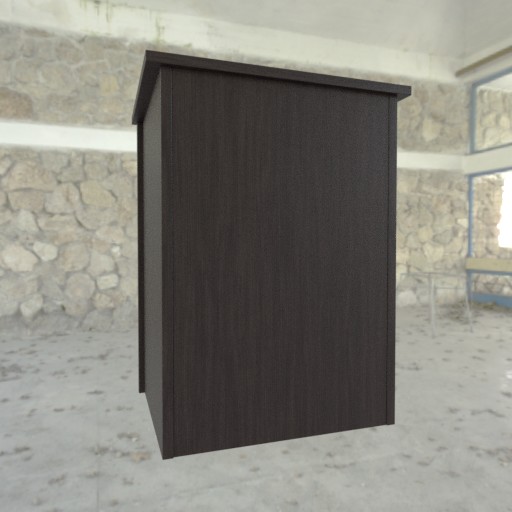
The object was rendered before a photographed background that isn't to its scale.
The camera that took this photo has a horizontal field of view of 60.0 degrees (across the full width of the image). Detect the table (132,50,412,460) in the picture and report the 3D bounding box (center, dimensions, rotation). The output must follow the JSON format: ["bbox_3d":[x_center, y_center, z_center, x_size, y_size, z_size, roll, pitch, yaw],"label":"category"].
[{"bbox_3d":[0.000,0.000,0.932,0.480,0.635,0.381,-1,2,-19],"label":"table"}]
